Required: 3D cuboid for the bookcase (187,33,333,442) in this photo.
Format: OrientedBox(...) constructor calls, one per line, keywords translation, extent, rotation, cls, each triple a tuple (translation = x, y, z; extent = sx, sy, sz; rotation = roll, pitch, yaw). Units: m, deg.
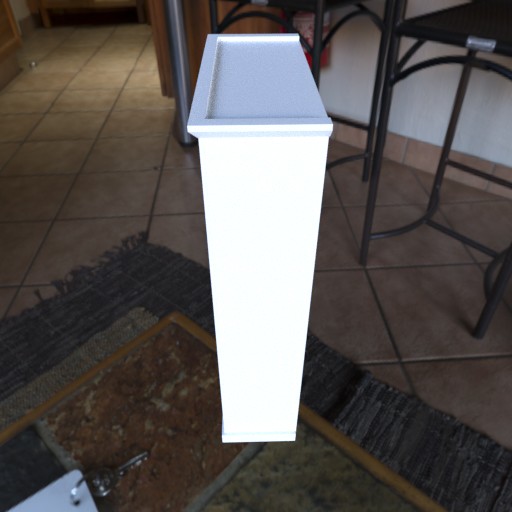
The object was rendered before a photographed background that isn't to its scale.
OrientedBox(translation=(0.000, 0.000, 2.311), extent=(0.432, 1.880, 1.050), rotation=(-1, 40, -1), cls="bookcase")
